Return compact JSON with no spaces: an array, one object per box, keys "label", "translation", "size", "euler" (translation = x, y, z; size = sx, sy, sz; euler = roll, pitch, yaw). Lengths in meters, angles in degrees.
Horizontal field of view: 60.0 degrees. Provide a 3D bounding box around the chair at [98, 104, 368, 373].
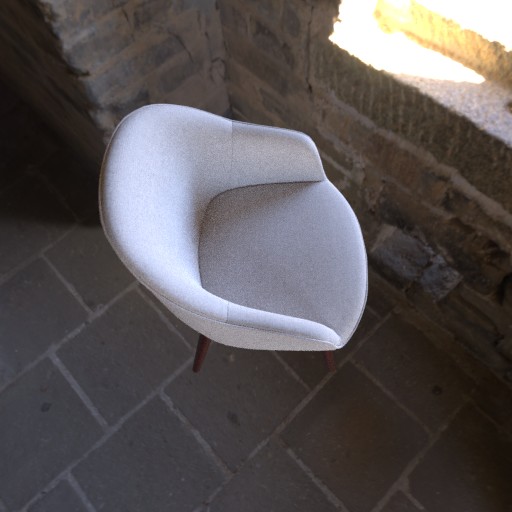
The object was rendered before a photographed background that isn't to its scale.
[{"label":"chair","translation":[0.000,0.000,1.266],"size":[0.635,0.823,0.596],"euler":[0,64,0]}]
